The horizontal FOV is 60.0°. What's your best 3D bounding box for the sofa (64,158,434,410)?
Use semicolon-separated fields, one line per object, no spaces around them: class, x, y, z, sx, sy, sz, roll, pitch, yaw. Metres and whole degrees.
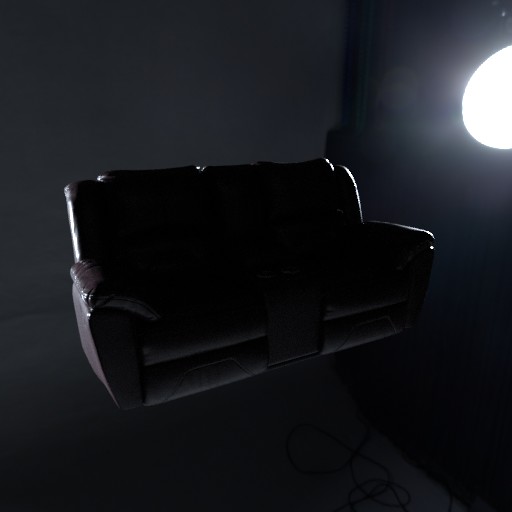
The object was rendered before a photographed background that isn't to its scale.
sofa;0.000;0.000;2.661;2.058;1.043;0.991;-9;19;-27
